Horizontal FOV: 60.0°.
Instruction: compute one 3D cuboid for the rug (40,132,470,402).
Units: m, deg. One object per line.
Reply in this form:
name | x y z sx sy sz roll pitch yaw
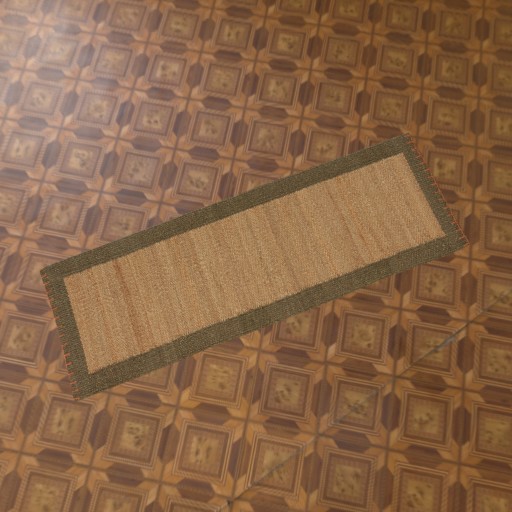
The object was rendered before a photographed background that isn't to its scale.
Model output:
rug | 0.000 0.000 2.602 2.413 0.016 0.810 -21 76 -6
